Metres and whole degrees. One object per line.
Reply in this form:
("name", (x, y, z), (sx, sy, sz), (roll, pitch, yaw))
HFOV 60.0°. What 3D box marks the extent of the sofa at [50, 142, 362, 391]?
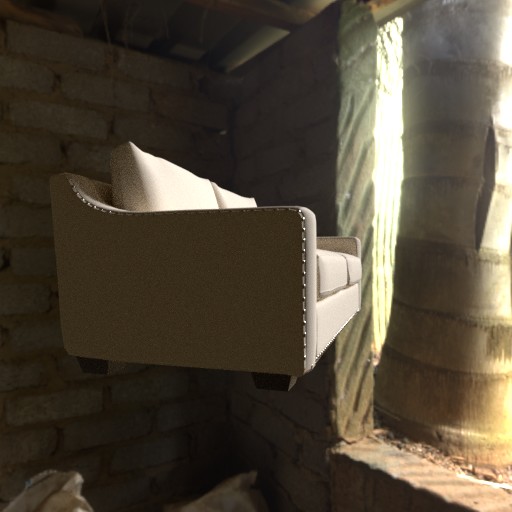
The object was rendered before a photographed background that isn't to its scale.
("sofa", (0.000, 0.000, 2.267), (0.949, 0.830, 1.812), (0, -1, 18))
